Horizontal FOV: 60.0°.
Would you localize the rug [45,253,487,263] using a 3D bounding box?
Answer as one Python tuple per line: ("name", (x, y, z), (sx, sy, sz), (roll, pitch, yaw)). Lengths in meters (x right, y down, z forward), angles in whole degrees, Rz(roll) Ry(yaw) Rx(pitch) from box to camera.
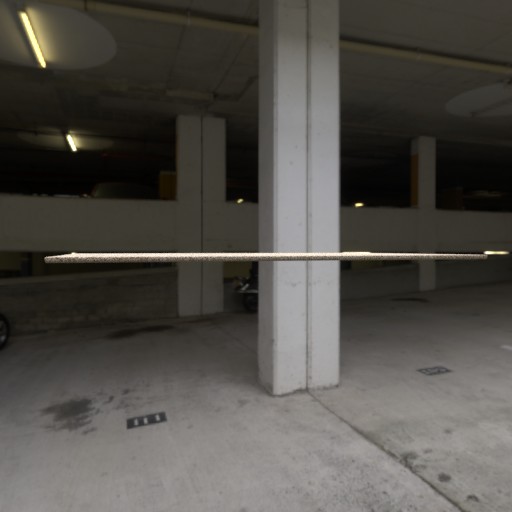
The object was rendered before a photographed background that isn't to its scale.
("rug", (0.000, 0.000, 2.931), (2.346, 0.025, 1.500), (0, 1, -18))
